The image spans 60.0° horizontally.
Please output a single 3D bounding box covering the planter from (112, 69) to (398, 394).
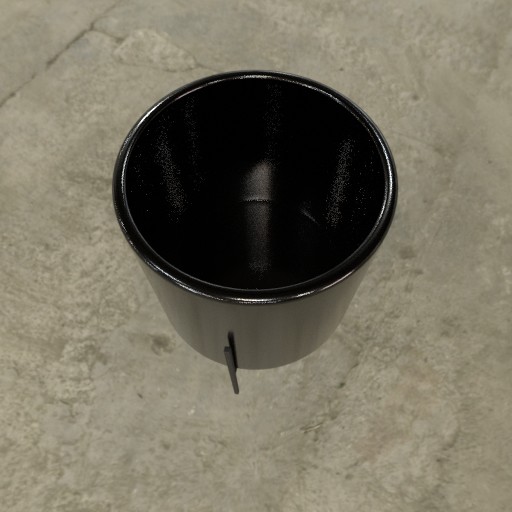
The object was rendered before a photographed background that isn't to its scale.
[{"bbox_3d":[0.000,0.000,0.659,0.310,0.432,0.310,-30,68,-14],"label":"planter"}]
